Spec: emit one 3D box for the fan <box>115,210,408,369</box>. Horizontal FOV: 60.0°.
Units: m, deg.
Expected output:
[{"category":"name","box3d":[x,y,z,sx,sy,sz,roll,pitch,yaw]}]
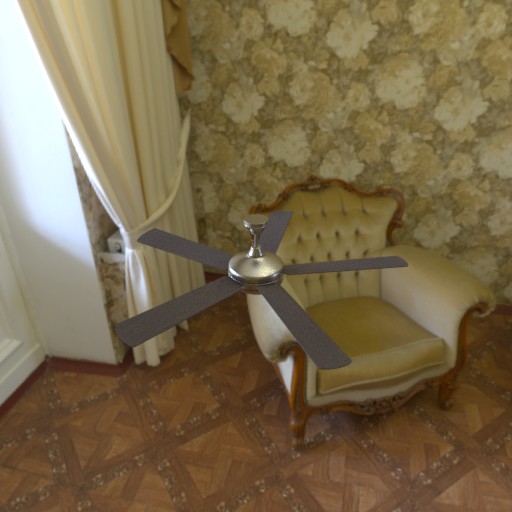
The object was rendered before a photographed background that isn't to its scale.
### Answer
[{"category":"fan","box3d":[0.000,0.000,1.954,1.321,0.356,1.321,-18,34,-28]}]
